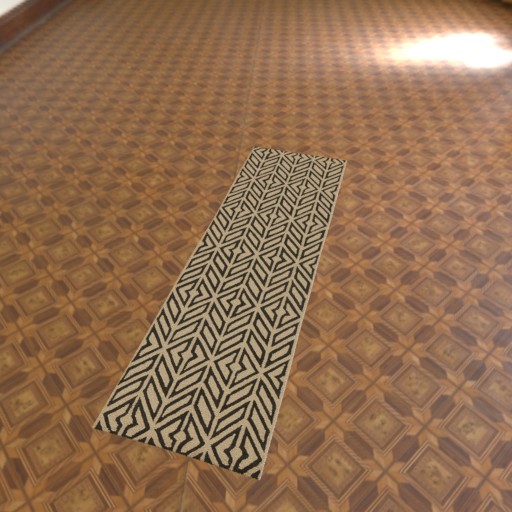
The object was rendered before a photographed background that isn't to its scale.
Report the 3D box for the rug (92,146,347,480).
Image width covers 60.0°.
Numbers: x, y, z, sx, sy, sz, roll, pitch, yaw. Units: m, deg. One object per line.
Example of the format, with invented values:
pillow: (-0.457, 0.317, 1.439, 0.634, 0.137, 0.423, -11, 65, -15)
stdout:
rug: (0.000, 0.000, 2.662, 0.750, 0.009, 2.435, 12, 45, 12)
